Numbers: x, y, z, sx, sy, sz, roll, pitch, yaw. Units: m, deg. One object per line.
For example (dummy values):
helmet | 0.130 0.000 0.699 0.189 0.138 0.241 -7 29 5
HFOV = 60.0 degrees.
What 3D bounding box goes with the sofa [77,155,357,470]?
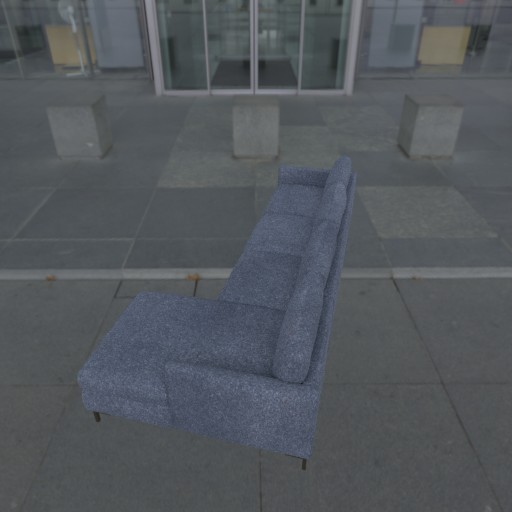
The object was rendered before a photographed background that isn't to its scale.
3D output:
sofa | 0.000 0.000 3.498 1.350 0.810 2.932 8 34 12
